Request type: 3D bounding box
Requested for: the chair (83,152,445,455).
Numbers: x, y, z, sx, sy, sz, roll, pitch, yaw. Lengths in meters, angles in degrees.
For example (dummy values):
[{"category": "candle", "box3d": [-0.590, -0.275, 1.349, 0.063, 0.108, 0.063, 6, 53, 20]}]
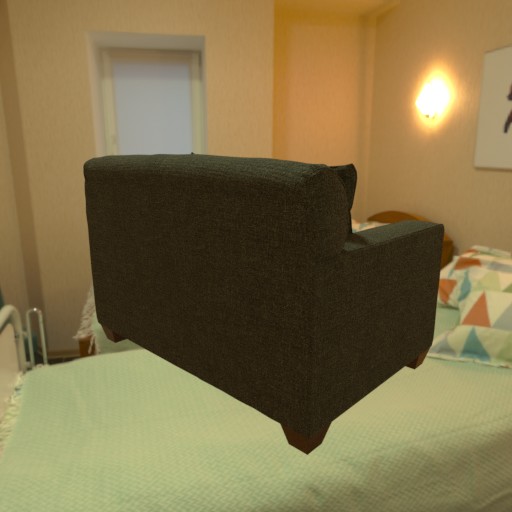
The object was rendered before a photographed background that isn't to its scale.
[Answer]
[{"category": "chair", "box3d": [0.000, 0.000, 2.073, 1.383, 0.948, 1.000, 13, 19, 42]}]
